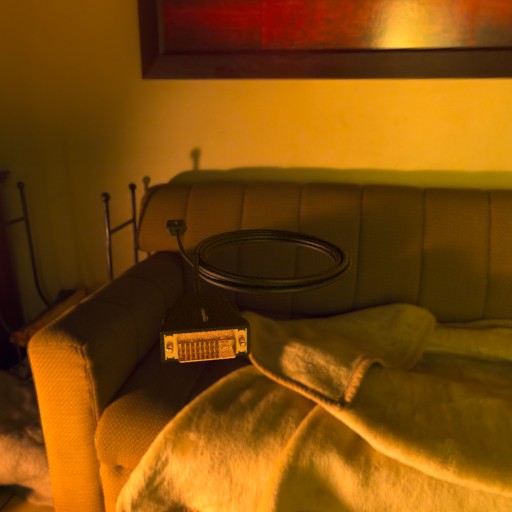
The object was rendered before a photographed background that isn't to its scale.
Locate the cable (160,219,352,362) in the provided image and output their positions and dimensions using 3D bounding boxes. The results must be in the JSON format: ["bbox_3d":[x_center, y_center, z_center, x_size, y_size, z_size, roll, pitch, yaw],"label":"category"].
[{"bbox_3d":[0.000,0.000,0.332,0.136,0.015,0.281,-3,16,-10],"label":"cable"}]
